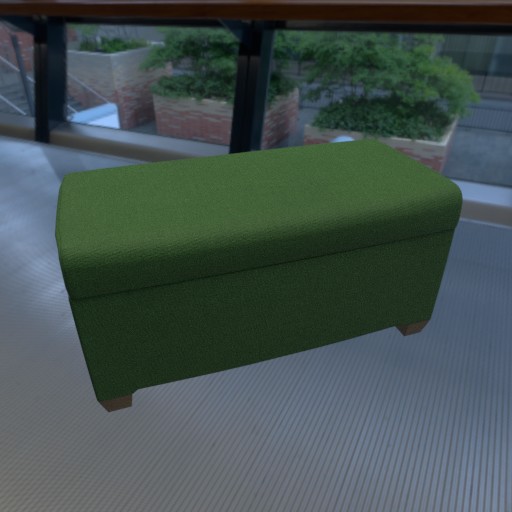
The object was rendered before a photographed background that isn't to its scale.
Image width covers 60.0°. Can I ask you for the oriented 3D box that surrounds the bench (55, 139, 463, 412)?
[{"bbox_3d":[0.000,0.000,1.281,0.989,0.501,0.505,-10,33,-16],"label":"bench"}]
